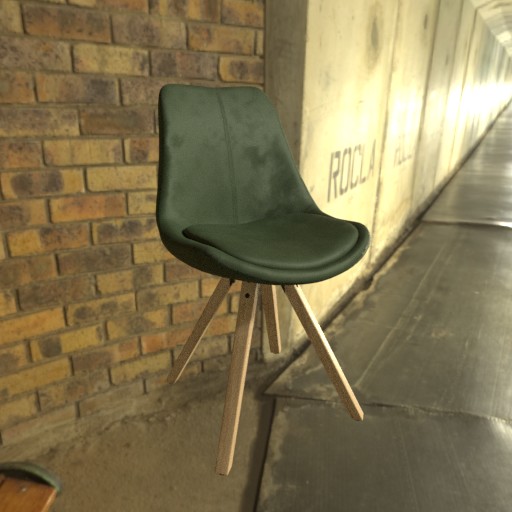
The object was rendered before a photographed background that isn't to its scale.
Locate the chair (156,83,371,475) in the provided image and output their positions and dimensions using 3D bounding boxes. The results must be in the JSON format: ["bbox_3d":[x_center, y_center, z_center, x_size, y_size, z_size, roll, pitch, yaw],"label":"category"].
[{"bbox_3d":[0.000,0.000,1.159,0.483,0.865,0.547,-9,19,-27],"label":"chair"}]
